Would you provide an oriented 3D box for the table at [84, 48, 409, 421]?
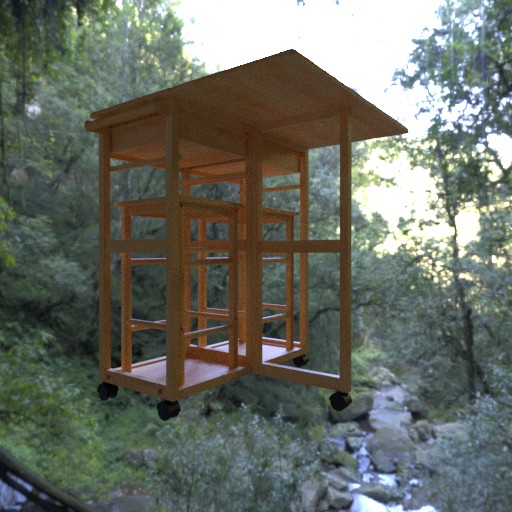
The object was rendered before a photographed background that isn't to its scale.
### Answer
[{"bbox_3d":[0.000,0.000,1.356,0.693,0.832,0.752,0,1,37],"label":"table"}]
